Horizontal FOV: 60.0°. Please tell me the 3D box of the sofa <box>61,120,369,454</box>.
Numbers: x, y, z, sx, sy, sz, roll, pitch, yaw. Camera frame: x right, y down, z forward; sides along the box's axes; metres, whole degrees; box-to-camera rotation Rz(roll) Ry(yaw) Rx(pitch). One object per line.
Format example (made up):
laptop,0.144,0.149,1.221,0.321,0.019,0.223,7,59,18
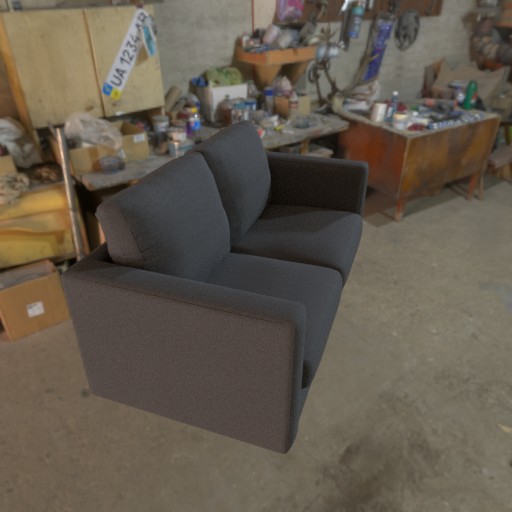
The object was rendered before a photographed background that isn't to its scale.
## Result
sofa,0.000,0.000,1.949,0.796,0.908,1.430,10,32,17
